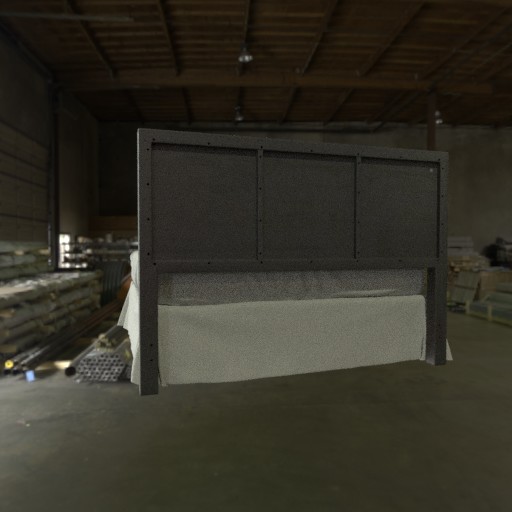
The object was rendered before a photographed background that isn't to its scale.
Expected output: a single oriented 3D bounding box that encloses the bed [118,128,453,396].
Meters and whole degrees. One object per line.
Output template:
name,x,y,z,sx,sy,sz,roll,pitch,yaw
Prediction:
bed,0.000,0.000,2.982,1.772,1.142,1.785,-1,2,-18
